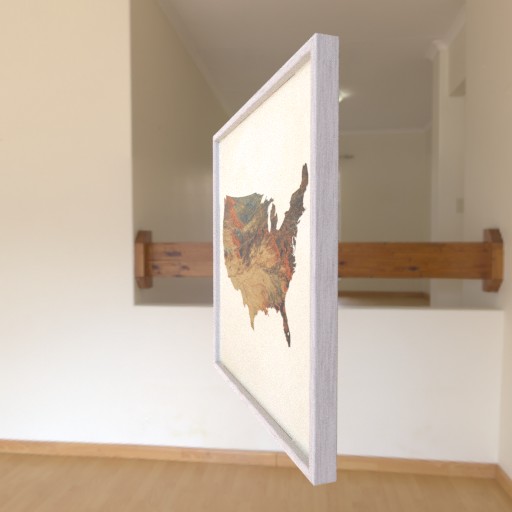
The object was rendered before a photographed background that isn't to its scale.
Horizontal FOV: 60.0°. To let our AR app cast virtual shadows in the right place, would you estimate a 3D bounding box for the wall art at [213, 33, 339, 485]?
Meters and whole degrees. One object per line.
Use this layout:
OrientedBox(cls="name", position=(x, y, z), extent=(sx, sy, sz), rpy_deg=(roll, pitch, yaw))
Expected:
OrientedBox(cls="wall art", position=(0.000, 0.000, 1.878), extent=(0.078, 1.288, 1.287), rpy_deg=(-1, 2, -18))
